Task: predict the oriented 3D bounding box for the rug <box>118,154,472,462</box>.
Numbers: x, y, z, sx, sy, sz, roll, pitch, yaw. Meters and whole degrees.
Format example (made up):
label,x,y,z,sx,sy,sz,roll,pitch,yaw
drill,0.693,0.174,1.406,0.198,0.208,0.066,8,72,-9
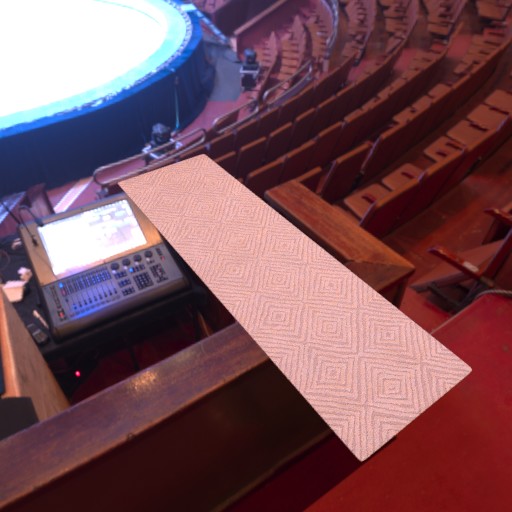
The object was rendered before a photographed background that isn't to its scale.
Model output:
label,x,y,z,sx,sy,sz,roll,pitch,yaw
rug,0.000,0.000,2.449,0.676,0.008,2.277,-26,48,-25
